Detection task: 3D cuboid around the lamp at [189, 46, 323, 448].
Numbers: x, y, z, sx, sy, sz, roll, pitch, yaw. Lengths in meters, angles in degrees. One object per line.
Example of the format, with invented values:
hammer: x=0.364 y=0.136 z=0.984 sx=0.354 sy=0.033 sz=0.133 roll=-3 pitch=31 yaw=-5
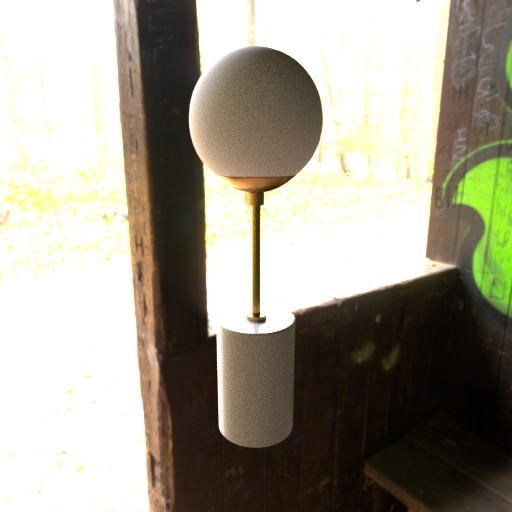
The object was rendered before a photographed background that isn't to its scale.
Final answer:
lamp: x=0.000 y=0.000 z=0.554 sx=0.153 sy=0.480 sz=0.153 roll=0 pitch=14 yaw=0
